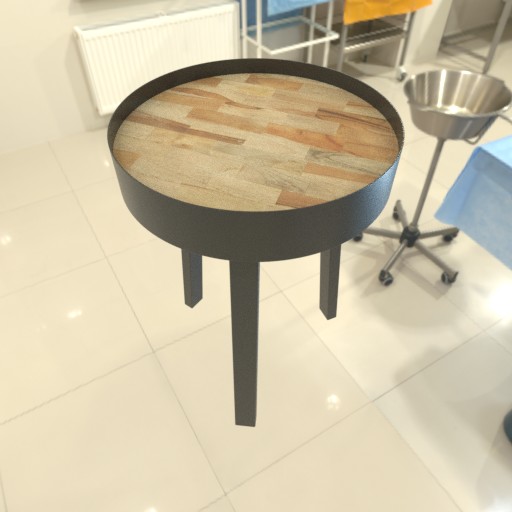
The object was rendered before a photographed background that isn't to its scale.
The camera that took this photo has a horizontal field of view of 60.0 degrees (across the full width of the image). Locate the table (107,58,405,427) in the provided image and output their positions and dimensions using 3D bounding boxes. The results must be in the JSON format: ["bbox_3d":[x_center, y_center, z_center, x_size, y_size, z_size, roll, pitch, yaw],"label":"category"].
[{"bbox_3d":[0.000,0.000,0.822,0.406,0.559,0.406,0,46,0],"label":"table"}]
